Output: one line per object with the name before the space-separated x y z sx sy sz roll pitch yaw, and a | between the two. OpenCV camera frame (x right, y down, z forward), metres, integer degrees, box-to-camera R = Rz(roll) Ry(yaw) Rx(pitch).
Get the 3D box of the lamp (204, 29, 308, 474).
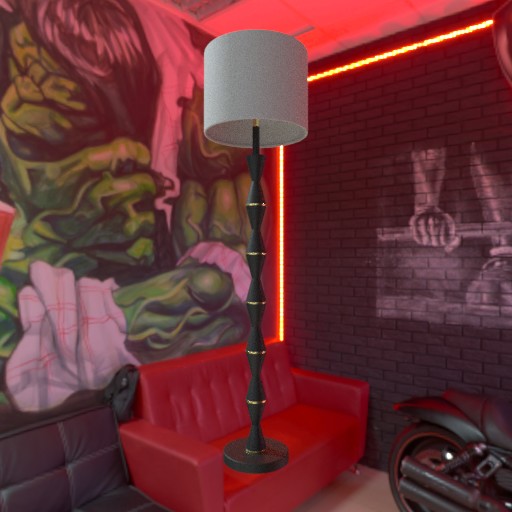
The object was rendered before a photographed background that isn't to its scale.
lamp | 0.000 0.000 1.630 0.381 1.480 0.381 0 -1 -18
